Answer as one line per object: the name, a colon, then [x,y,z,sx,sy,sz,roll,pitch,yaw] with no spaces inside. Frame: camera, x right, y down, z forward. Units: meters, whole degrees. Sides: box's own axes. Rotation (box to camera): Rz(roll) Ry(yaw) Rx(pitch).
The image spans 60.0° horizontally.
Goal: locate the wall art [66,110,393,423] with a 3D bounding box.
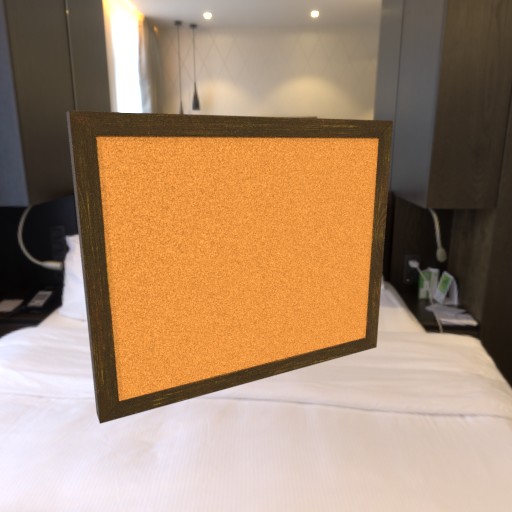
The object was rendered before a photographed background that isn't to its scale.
wall art: [0.000,0.000,0.763,0.558,0.457,0.032,-7,16,-27]
